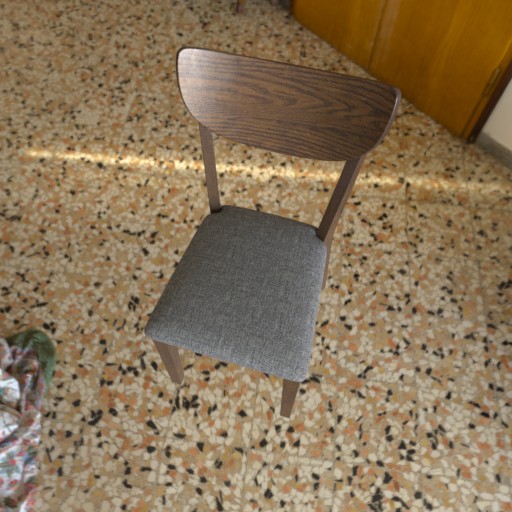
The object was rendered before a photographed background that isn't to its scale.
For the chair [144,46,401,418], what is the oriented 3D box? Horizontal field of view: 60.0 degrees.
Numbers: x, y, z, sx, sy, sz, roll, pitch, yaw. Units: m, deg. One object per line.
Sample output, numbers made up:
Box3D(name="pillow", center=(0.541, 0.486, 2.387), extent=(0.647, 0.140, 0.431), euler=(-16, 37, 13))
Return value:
Box3D(name="chair", center=(0.000, 0.000, 1.184), extent=(0.491, 0.849, 0.583), euler=(14, 60, 8))
